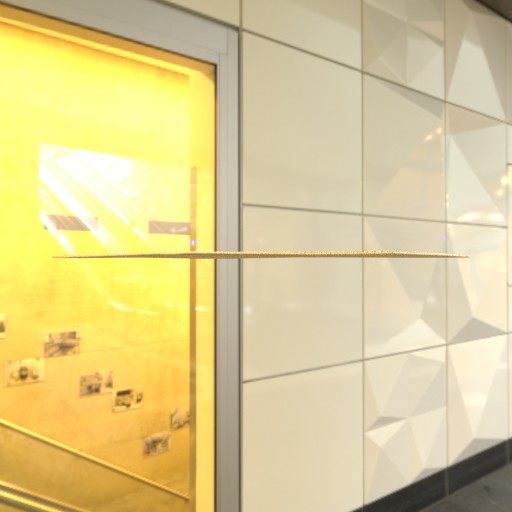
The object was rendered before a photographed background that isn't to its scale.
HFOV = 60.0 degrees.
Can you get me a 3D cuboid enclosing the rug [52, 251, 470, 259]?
[{"bbox_3d":[0.000,0.000,2.280,1.820,0.022,1.179,-1,-1,36],"label":"rug"}]
